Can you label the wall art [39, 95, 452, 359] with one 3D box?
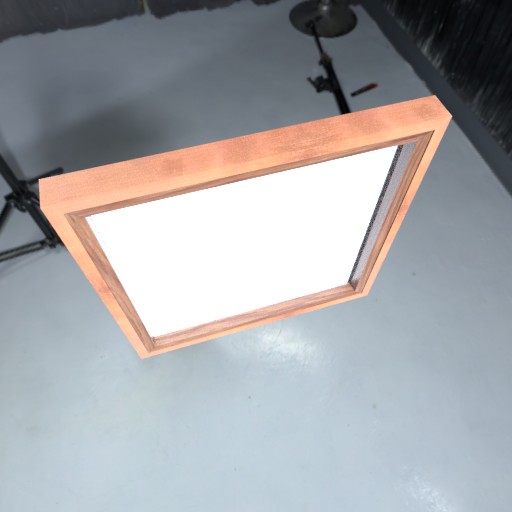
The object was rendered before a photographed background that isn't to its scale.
[{"bbox_3d":[0.000,0.000,0.597,0.403,0.403,0.035,-14,59,-9],"label":"wall art"}]
